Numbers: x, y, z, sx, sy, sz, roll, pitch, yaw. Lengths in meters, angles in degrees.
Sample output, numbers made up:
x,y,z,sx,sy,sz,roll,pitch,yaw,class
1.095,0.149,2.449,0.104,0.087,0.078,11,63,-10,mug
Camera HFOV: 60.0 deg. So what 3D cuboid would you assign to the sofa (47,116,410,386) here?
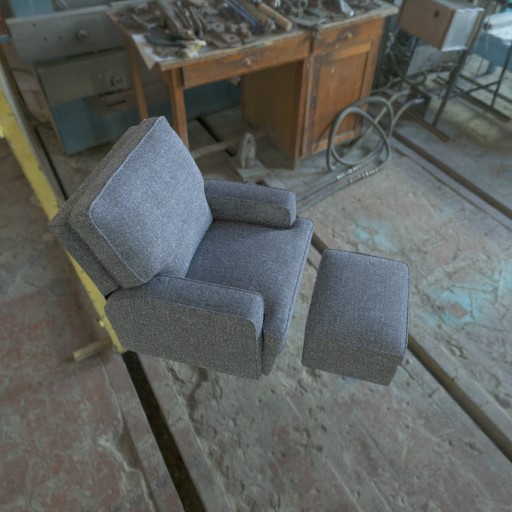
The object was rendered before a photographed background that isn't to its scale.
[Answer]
x,y,z,sx,sy,sz,roll,pitch,yaw,class
0.000,0.000,2.076,1.472,0.959,0.861,11,48,10,sofa
